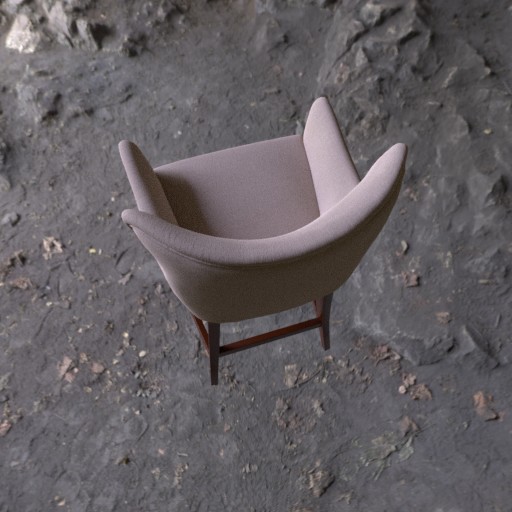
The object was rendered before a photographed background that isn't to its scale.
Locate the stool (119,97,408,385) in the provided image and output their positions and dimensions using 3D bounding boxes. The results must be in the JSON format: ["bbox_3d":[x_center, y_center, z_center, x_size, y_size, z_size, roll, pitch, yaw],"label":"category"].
[{"bbox_3d":[0.000,0.000,1.330,0.601,0.951,0.570,-15,60,-9],"label":"stool"}]
